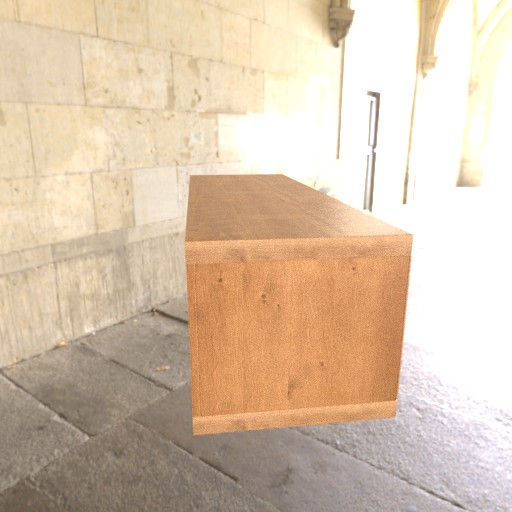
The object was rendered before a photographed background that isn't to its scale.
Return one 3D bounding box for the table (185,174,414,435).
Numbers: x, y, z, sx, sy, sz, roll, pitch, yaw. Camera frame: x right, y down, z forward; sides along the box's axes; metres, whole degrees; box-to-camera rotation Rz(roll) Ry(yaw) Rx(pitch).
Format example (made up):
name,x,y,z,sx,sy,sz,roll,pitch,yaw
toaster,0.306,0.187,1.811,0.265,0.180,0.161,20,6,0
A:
name,x,y,z,sx,sy,sz,roll,pitch,yaw
table,0.000,0.000,1.720,0.499,0.491,1.499,-2,16,-7
